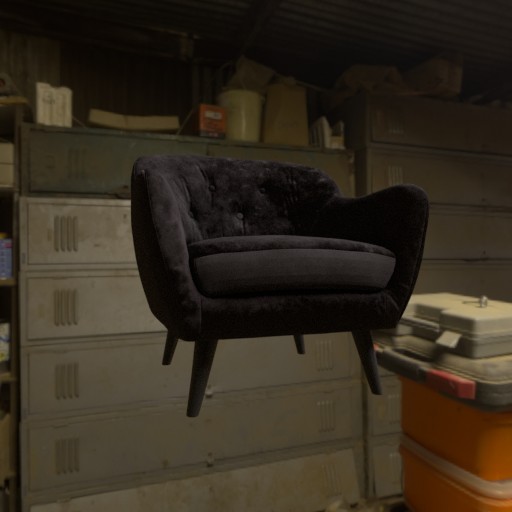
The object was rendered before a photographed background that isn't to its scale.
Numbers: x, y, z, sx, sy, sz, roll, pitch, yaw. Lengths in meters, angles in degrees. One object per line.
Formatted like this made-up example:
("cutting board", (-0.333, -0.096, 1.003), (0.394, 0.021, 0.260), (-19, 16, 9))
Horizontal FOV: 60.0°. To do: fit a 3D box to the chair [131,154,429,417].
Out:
("chair", (0.000, 0.000, 1.513), (0.840, 0.807, 0.819), (0, 1, -19))
